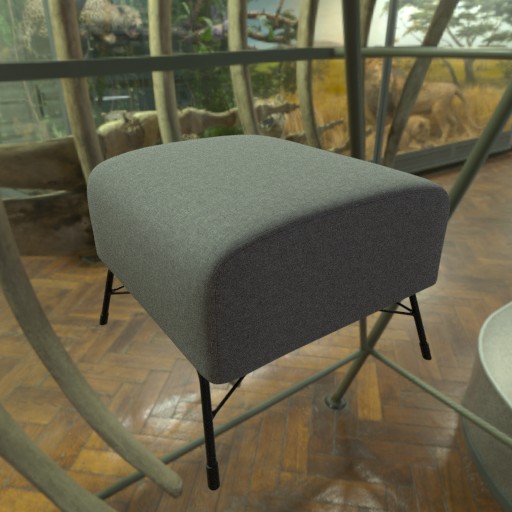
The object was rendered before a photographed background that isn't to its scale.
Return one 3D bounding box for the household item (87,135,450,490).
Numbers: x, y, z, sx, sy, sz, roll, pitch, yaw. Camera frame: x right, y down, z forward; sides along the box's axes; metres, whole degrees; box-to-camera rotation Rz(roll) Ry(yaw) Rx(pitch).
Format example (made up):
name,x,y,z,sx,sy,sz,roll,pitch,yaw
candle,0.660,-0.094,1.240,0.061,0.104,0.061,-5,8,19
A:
name,x,y,z,sx,sy,sz,roll,pitch,yaw
household item,0.000,0.000,0.890,0.530,0.410,0.530,-17,31,-31
